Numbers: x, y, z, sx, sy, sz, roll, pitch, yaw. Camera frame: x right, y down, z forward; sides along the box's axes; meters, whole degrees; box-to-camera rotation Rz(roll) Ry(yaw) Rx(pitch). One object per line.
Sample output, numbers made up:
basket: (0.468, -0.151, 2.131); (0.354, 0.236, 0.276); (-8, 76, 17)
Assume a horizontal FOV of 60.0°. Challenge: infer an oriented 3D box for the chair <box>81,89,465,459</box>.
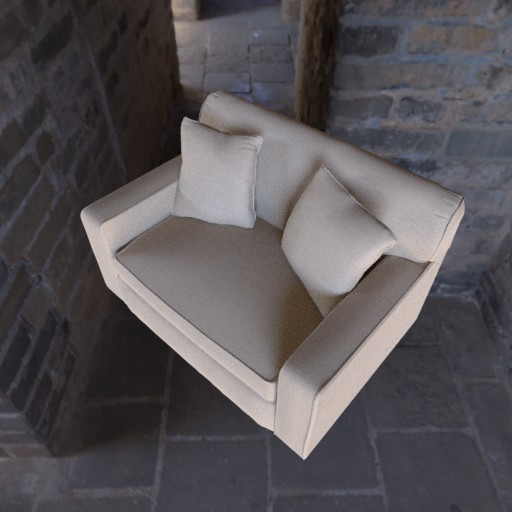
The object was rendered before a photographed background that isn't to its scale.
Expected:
chair: (0.000, 0.000, 2.084); (1.383, 0.948, 1.000); (33, 55, 28)
